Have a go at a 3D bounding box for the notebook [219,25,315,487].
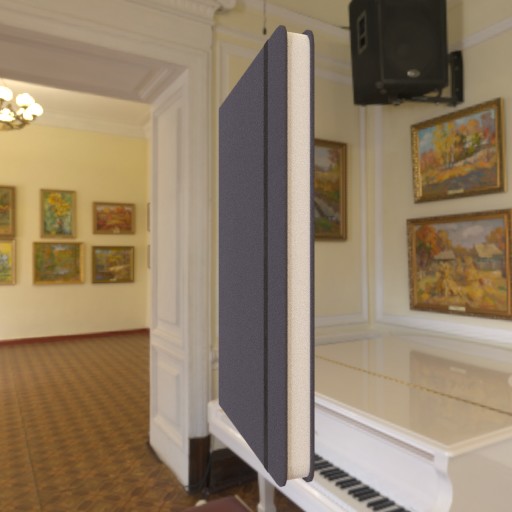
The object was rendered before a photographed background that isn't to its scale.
[{"bbox_3d":[0.000,0.000,0.260,0.016,0.213,0.127,0,0,-18],"label":"notebook"}]
